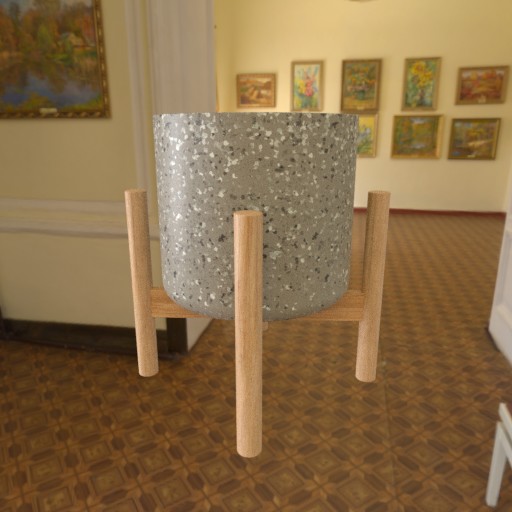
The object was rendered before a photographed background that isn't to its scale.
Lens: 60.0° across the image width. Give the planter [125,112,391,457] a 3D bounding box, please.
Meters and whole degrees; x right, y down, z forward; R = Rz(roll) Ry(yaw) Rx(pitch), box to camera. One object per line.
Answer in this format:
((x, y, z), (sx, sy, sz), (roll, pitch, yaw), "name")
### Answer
((0.000, 0.000, 0.532), (0.284, 0.320, 0.284), (7, 17, 24), "planter")
